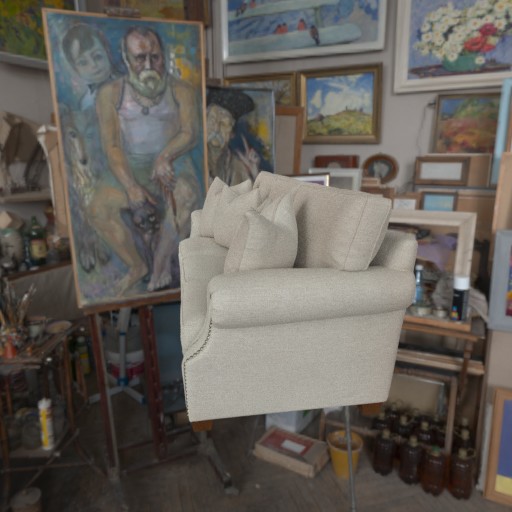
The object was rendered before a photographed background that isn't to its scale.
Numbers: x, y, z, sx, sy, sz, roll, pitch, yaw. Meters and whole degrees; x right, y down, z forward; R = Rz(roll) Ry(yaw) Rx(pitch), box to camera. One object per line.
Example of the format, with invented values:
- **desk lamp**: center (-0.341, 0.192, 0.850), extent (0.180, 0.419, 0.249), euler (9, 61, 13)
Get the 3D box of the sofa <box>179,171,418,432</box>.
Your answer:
- **sofa**: center (0.000, 0.000, 2.792), extent (0.965, 0.975, 2.312), euler (-2, 13, -10)
